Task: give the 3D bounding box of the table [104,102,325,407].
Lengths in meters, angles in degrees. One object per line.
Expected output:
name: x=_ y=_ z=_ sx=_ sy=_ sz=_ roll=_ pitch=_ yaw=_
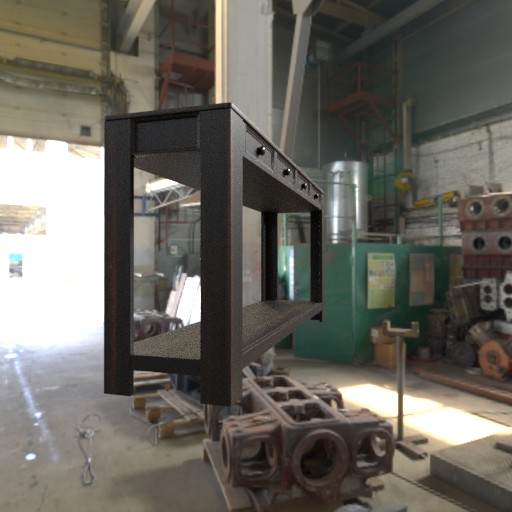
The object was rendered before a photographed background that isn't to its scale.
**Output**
table: x=0.000 y=0.000 z=1.939 sx=0.384 sy=0.762 sz=1.631 roll=0 pitch=0 yaw=17
